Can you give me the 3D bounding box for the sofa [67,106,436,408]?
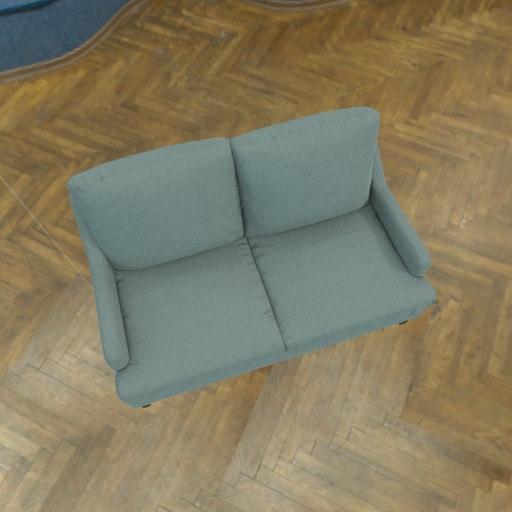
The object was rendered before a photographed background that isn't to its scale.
[{"bbox_3d":[0.000,0.000,2.216,1.589,0.921,0.987,-16,64,-8],"label":"sofa"}]
